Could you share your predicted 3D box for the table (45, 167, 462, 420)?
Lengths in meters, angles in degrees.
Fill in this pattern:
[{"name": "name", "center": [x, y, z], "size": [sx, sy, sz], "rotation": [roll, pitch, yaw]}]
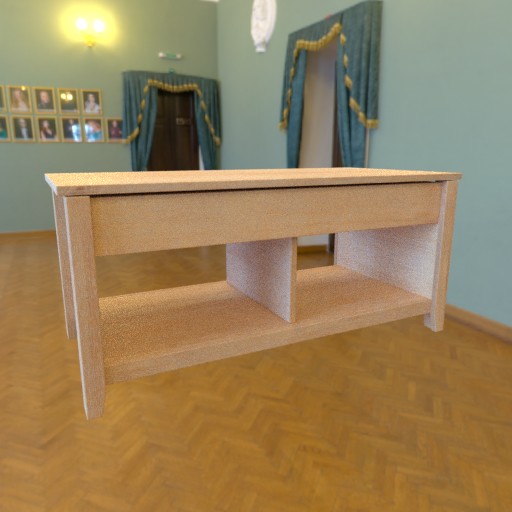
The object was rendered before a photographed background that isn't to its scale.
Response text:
[{"name": "table", "center": [0.000, 0.000, 1.246], "size": [1.016, 0.457, 0.483], "rotation": [-7, 15, -26]}]
